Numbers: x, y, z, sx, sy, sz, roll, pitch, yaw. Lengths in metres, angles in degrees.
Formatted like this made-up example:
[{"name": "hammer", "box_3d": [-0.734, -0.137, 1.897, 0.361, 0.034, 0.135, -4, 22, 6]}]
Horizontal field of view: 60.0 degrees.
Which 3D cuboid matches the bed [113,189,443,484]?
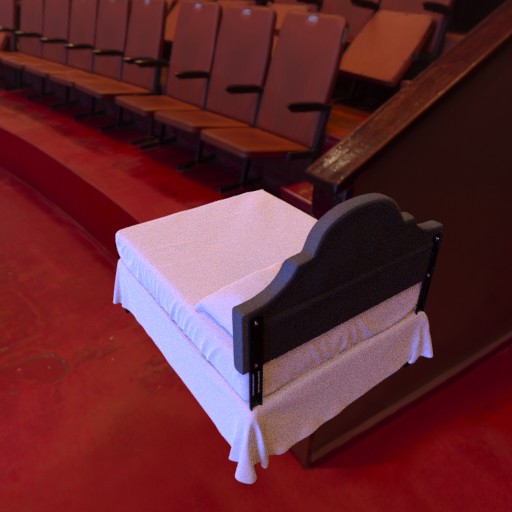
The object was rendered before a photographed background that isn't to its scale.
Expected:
[{"name": "bed", "box_3d": [0.000, 0.000, 3.368, 1.780, 1.634, 2.222, -21, 37, -30]}]
